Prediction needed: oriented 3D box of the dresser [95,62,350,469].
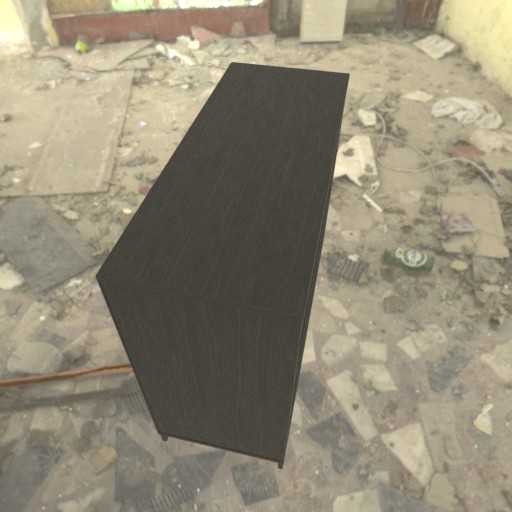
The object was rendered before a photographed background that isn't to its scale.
[{"bbox_3d":[0.000,0.000,1.446,0.404,0.816,0.994,9,47,9],"label":"dresser"}]
